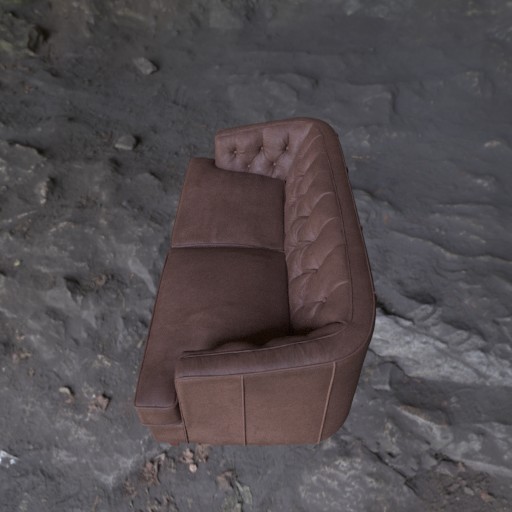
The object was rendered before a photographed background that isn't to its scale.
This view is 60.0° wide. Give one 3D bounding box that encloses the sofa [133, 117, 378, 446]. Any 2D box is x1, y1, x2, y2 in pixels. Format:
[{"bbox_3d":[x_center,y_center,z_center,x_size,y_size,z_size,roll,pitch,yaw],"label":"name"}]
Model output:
[{"bbox_3d":[0.000,0.000,2.278,0.917,0.799,1.767,1,43,1],"label":"sofa"}]
